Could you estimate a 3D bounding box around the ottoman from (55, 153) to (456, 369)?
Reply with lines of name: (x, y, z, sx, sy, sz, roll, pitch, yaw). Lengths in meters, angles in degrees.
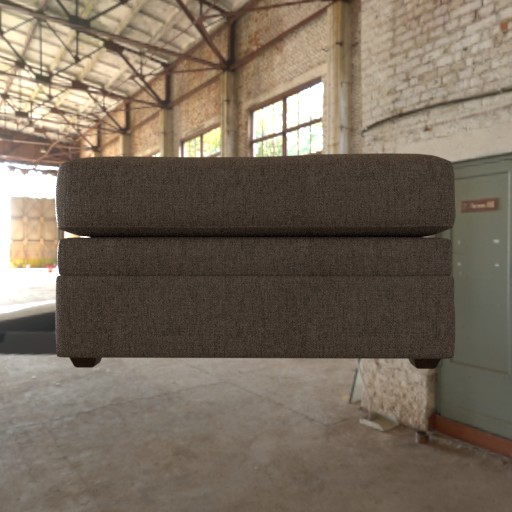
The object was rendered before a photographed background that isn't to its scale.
ottoman: (0.000, 0.000, 1.228, 0.885, 0.478, 0.637, 0, 1, 1)
